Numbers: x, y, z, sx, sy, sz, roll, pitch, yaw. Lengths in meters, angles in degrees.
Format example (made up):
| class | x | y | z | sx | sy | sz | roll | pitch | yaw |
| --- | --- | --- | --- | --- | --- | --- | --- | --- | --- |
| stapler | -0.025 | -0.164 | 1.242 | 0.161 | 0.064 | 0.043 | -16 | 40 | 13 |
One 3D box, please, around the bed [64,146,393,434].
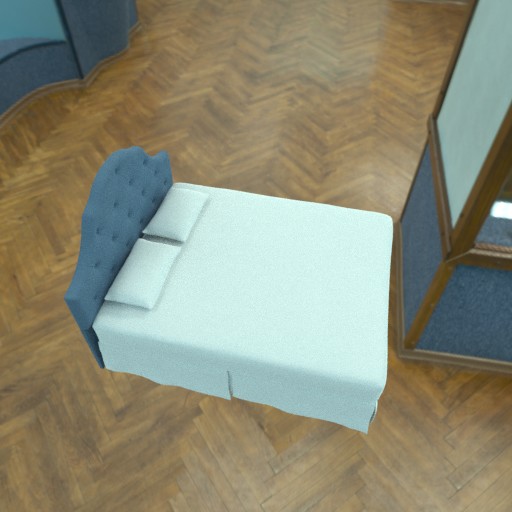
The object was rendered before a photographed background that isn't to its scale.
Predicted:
| class | x | y | z | sx | sy | sz | roll | pitch | yaw |
| --- | --- | --- | --- | --- | --- | --- | --- | --- | --- |
| bed | 0.000 | 0.000 | 3.922 | 2.477 | 1.617 | 2.039 | 10 | 48 | 9 |
